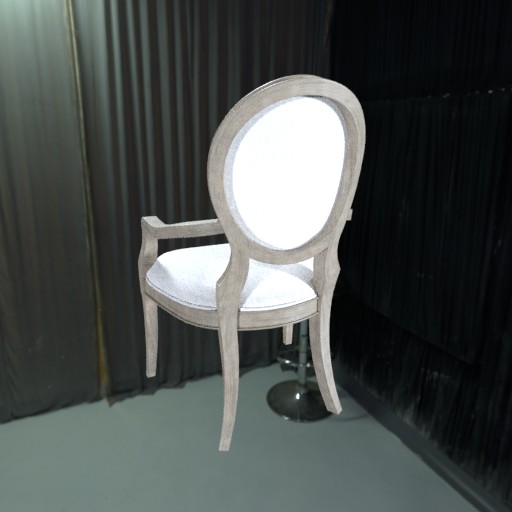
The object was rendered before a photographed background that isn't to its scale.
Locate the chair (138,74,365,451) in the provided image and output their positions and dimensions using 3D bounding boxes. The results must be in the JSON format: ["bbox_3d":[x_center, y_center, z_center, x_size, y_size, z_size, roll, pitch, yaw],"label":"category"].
[{"bbox_3d":[0.000,0.000,1.368,0.611,0.991,0.602,-8,18,-25],"label":"chair"}]
